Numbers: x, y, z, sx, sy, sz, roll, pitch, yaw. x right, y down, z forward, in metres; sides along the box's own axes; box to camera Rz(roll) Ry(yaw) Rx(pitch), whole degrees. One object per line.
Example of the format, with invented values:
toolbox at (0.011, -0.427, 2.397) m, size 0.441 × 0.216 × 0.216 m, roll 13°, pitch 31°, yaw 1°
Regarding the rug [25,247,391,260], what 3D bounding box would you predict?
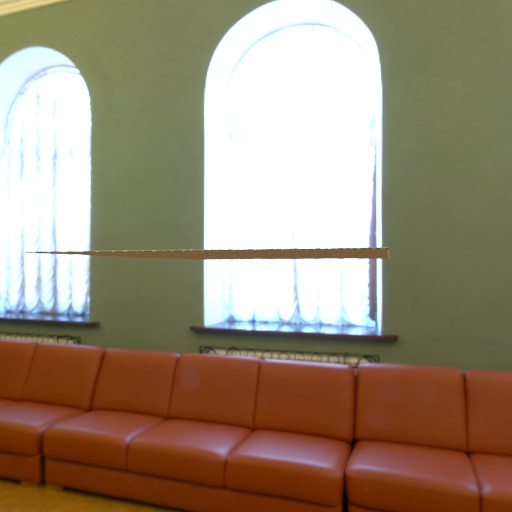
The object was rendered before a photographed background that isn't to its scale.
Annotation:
rug at (0.000, 0.000, 3.980) m, size 2.312 × 0.013 × 2.940 m, roll 0°, pitch -1°, yaw 17°
